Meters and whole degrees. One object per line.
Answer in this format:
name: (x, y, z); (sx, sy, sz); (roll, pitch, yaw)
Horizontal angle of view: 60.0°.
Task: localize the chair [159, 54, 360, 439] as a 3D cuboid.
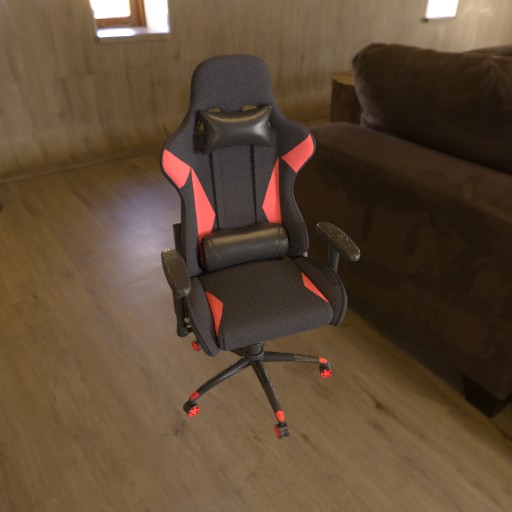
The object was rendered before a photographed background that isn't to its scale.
chair: (0.000, 0.000, 1.661); (0.695, 1.326, 0.658); (-11, 33, -17)
